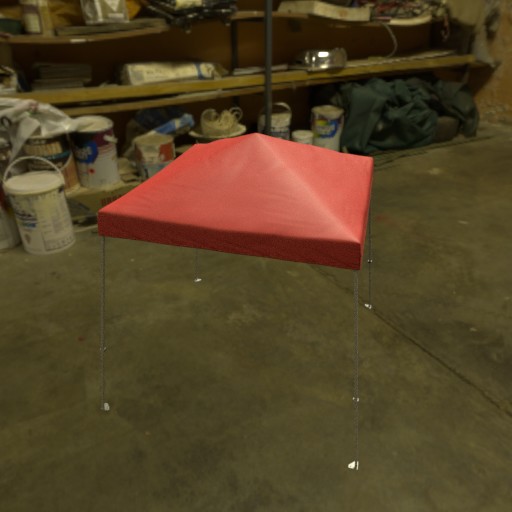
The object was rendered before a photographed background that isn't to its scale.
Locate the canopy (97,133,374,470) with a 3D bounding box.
[{"bbox_3d":[0.000,0.000,5.175,2.848,2.849,2.849,8,30,13],"label":"canopy"}]
